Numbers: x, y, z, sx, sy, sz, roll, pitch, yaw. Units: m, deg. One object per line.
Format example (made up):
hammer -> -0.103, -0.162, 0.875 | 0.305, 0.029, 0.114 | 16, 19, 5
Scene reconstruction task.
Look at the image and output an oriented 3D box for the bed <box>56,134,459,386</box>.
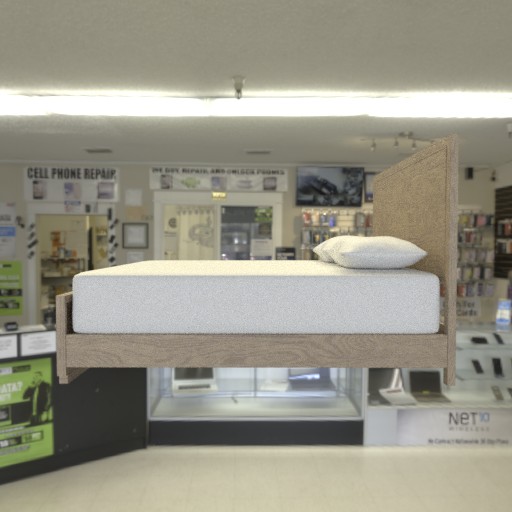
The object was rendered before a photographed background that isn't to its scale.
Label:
bed -> 0.000, 0.000, 3.212 | 2.189, 1.369, 1.606 | 0, 2, 0
